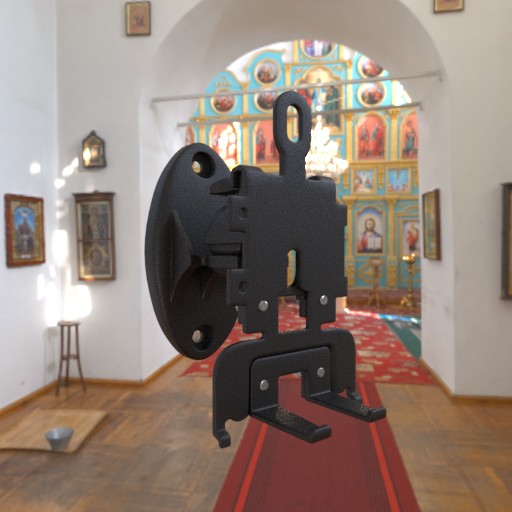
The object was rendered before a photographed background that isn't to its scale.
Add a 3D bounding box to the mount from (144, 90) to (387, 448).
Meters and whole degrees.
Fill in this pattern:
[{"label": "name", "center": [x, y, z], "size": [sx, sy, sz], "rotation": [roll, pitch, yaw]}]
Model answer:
[{"label": "mount", "center": [0.000, 0.000, 0.177], "size": [0.066, 0.118, 0.100], "rotation": [0, 1, -37]}]
